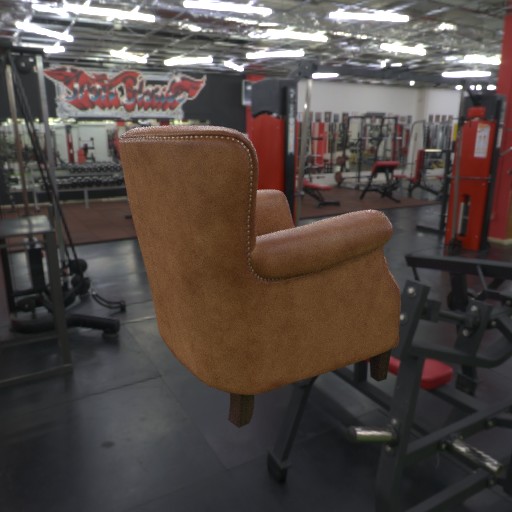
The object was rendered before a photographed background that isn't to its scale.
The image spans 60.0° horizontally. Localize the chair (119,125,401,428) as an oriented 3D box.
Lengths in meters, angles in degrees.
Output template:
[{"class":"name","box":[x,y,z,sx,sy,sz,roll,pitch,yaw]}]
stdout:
[{"class":"chair","box":[0.000,0.000,1.685,0.921,0.936,0.861,-8,17,-26]}]
